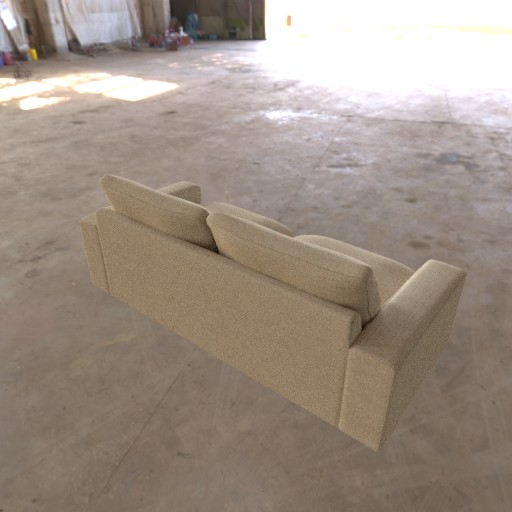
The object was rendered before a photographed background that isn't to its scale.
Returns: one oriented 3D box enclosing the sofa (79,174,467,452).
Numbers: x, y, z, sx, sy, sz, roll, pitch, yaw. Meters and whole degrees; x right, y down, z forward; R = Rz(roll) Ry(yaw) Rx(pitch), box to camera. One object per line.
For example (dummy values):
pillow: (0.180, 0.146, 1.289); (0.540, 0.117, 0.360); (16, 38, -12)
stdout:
sofa: (0.000, 0.000, 2.832); (2.299, 0.922, 1.040); (22, 37, 32)
